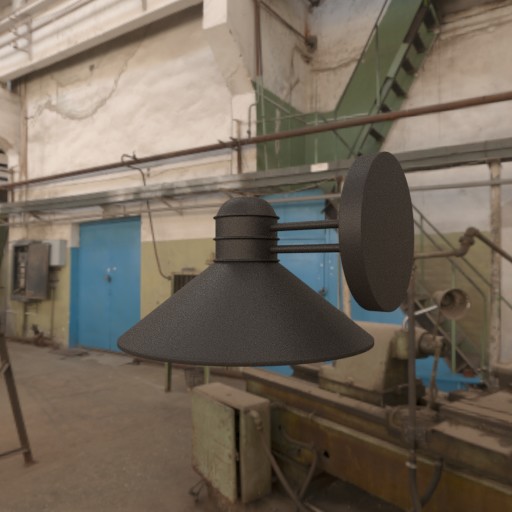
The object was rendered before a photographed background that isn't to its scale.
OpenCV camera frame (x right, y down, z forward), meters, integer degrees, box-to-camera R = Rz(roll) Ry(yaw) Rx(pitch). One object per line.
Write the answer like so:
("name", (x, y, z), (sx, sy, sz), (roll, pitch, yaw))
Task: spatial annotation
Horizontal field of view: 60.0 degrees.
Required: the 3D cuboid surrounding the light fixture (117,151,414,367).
("light fixture", (0.000, 0.000, 0.703), (0.434, 0.265, 0.396), (-1, -1, 35))
